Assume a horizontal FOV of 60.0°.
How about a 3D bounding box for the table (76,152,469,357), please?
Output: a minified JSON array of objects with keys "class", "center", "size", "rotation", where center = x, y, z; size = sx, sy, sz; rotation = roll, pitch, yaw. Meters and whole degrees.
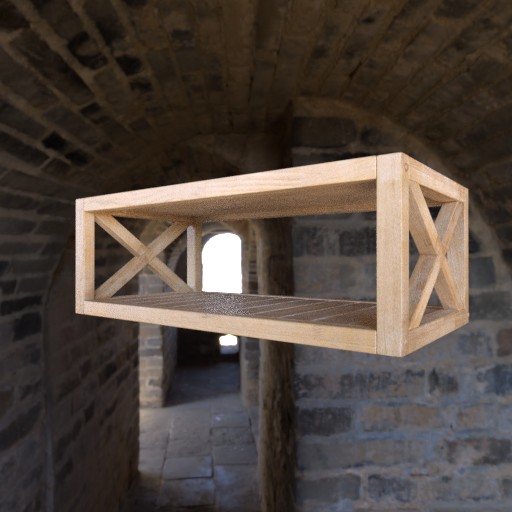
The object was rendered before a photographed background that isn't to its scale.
[{"class":"table","center":[0.000,0.000,1.636],"size":[1.321,0.457,0.660],"rotation":[0,0,37]}]
